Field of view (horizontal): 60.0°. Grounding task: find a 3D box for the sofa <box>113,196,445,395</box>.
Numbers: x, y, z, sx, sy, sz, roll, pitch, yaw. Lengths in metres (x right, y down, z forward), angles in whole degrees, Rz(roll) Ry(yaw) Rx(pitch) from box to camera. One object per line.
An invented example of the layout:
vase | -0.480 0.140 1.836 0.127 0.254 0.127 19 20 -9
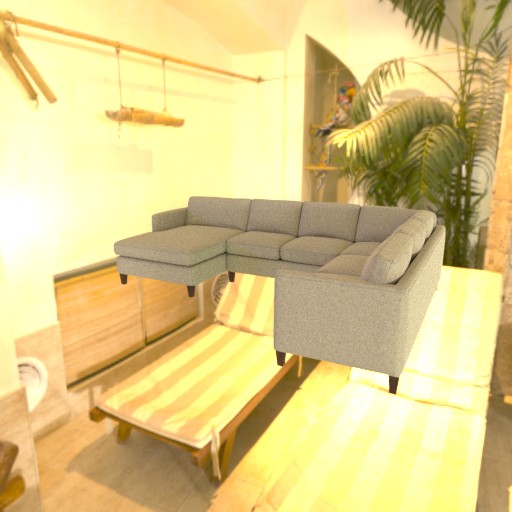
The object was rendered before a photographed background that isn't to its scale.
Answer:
sofa | 0.000 0.000 4.654 3.460 0.959 2.593 7 16 27
